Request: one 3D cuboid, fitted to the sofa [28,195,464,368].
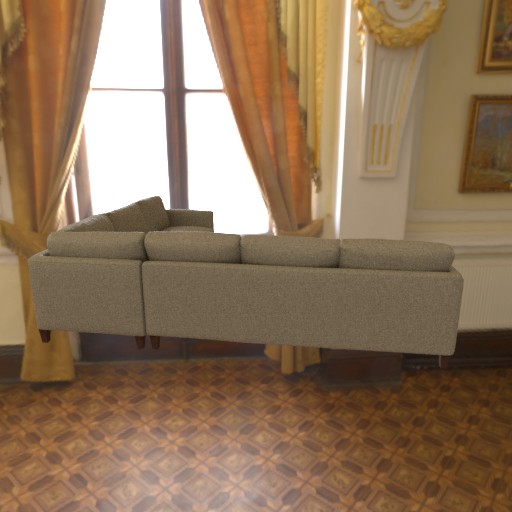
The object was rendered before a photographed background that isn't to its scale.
[{"bbox_3d":[0.000,0.000,4.522,3.302,0.947,2.593,2,15,8],"label":"sofa"}]
